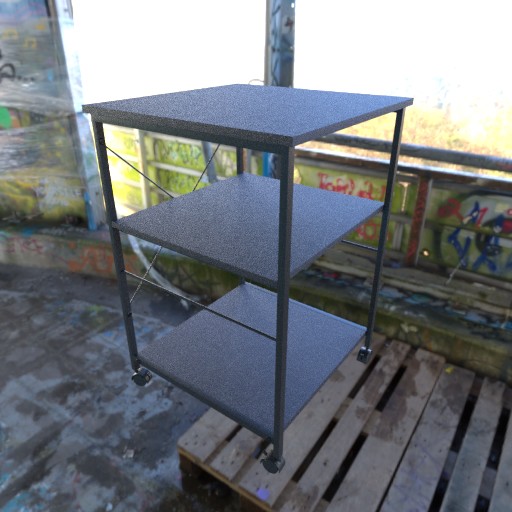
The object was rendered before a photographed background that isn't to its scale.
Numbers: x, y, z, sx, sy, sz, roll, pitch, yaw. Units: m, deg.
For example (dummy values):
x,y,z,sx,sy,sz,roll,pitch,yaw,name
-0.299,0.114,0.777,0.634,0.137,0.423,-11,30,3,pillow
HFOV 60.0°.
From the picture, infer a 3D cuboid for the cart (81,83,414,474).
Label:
x,y,z,sx,sy,sz,roll,pitch,yaw,name
0.000,0.000,1.144,0.520,0.762,0.521,19,32,32,cart
